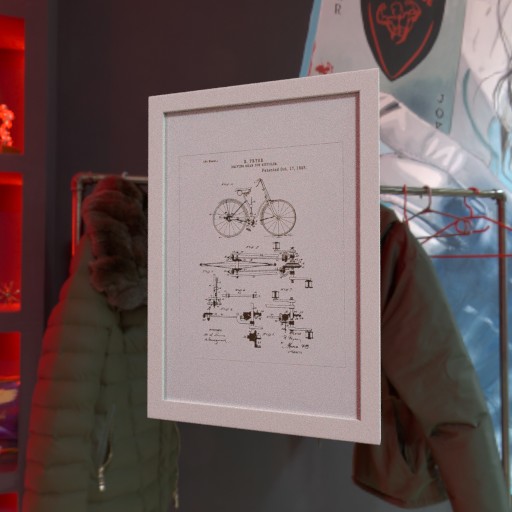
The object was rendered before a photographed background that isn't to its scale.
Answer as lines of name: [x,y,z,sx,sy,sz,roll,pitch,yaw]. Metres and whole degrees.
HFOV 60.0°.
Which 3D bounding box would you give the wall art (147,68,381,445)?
wall art: [0.000,0.000,0.617,0.332,0.477,0.015,0,-1,17]
